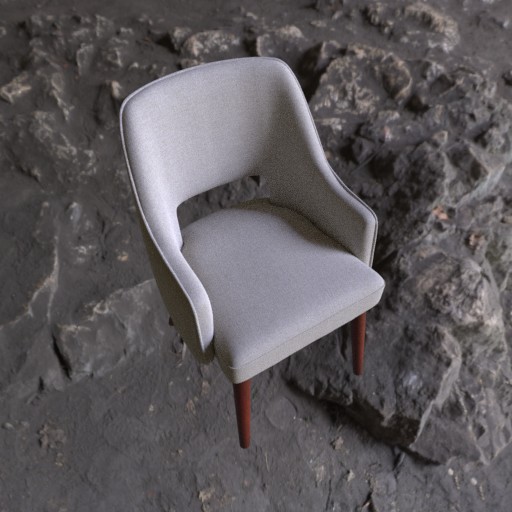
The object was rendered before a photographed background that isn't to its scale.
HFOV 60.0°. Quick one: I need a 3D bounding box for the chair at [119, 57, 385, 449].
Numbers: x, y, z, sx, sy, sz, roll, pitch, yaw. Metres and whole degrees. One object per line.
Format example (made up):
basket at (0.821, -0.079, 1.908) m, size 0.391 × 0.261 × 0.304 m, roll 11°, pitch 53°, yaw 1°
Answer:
chair at (0.000, 0.000, 1.205) m, size 0.560 × 0.840 × 0.580 m, roll -25°, pitch 52°, yaw -22°
